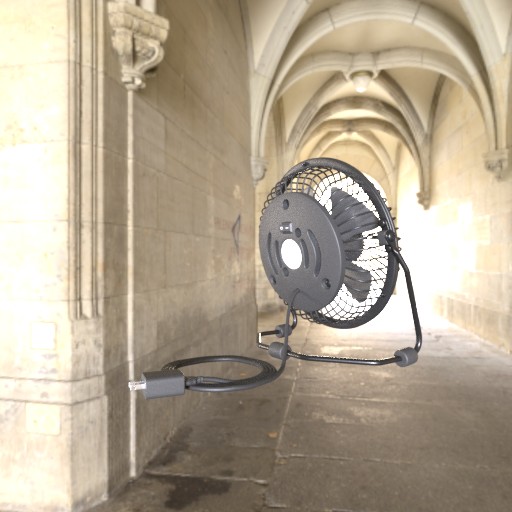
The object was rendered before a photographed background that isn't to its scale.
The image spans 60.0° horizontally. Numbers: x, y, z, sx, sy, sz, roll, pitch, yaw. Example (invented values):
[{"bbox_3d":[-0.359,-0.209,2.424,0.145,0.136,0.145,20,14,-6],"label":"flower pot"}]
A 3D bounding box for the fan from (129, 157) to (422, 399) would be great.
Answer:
[{"bbox_3d":[0.000,0.000,0.315,0.202,0.152,0.153,0,0,-36],"label":"fan"}]
